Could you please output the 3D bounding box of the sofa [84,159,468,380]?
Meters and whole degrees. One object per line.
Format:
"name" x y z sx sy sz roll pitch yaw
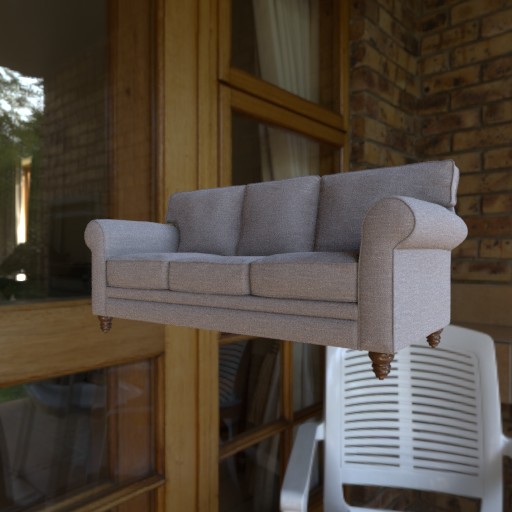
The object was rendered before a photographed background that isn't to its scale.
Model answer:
"sofa" 0.000 0.000 2.543 2.084 0.961 0.916 0 0 36
